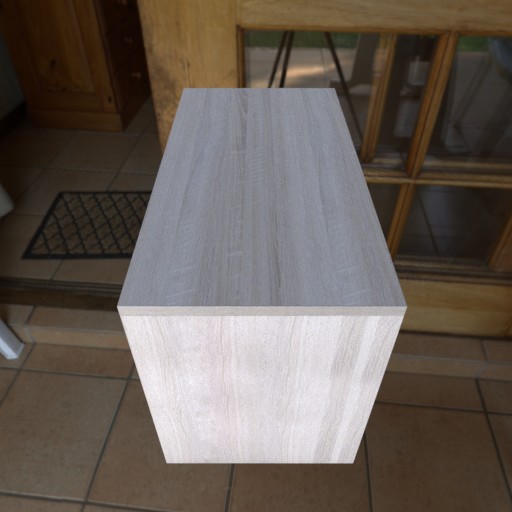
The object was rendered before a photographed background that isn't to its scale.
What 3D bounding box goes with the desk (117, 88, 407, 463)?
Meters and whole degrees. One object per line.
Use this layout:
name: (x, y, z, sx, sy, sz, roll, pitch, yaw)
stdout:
desk: (0.000, 0.000, 1.530, 0.600, 0.731, 1.100, 0, 42, 0)
